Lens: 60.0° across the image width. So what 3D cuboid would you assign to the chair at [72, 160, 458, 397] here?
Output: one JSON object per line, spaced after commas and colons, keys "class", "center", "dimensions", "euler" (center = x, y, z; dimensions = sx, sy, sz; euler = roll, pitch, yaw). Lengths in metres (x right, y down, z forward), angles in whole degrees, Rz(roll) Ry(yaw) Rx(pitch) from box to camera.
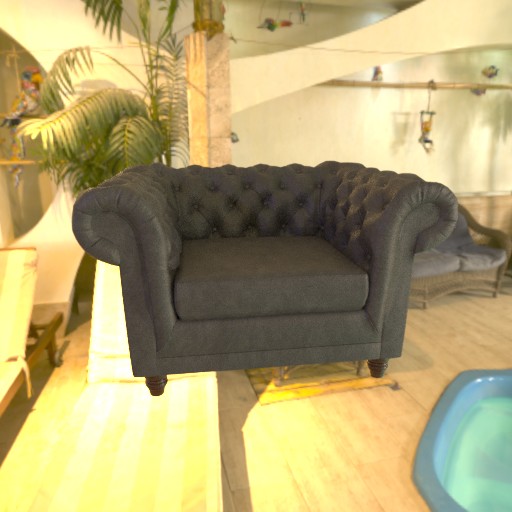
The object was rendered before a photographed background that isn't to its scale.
{"class": "chair", "center": [0.000, 0.000, 1.940], "dimensions": [1.298, 0.780, 0.943], "euler": [-2, 15, -8]}
